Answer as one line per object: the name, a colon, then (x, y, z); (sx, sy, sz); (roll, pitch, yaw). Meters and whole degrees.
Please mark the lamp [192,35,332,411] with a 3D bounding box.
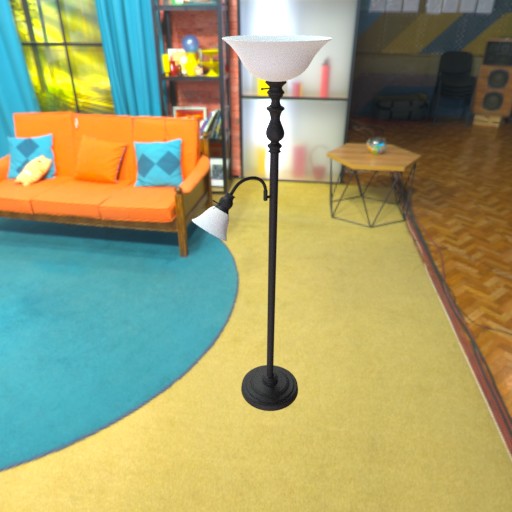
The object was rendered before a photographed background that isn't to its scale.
lamp: (0.000, 0.000, 2.033); (0.588, 1.793, 0.405); (-17, 33, -28)
